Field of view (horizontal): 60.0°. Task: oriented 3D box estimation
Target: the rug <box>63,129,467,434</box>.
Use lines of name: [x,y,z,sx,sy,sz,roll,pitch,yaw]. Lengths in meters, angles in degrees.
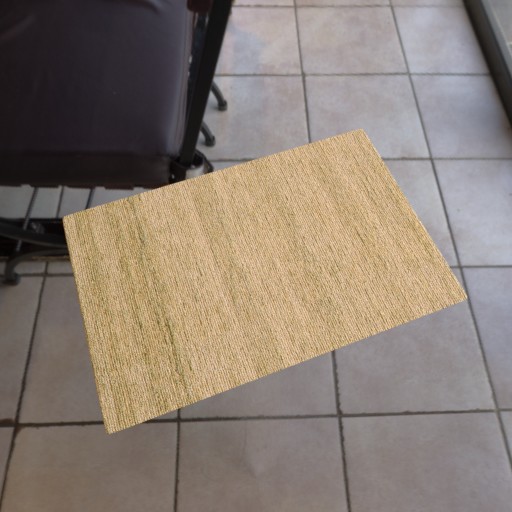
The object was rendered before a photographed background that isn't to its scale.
rug: [0.000,0.000,2.231,1.758,0.010,1.143,-18,65,-9]
